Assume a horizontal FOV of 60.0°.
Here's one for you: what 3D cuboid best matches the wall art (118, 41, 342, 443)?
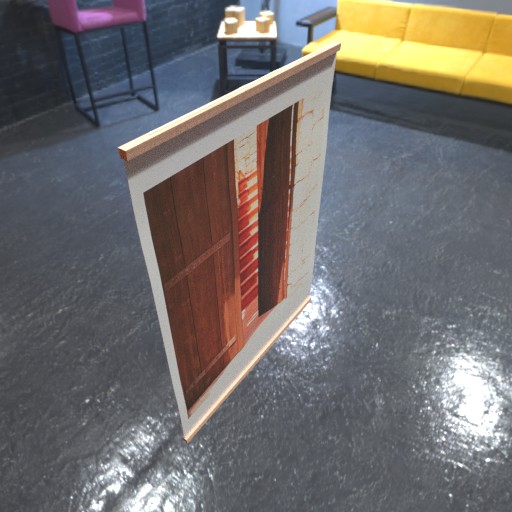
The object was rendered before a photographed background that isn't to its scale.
[{"bbox_3d":[0.000,0.000,1.294,0.020,1.013,0.758,25,47,26],"label":"wall art"}]
